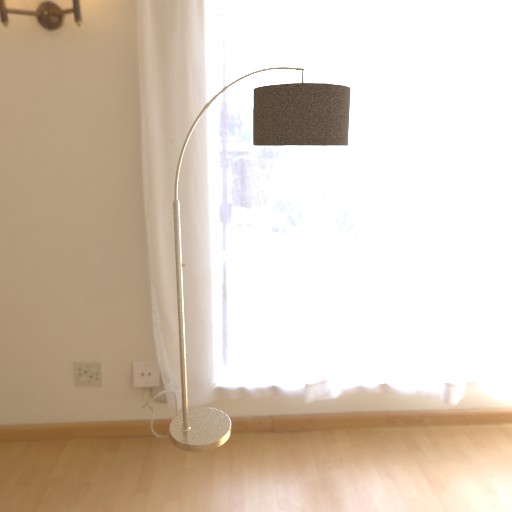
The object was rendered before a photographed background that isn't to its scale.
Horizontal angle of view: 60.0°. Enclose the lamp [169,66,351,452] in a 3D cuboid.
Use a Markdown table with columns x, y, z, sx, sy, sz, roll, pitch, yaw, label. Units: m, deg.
| x | y | z | sx | sy | sz | roll | pitch | yaw | label |
| --- | --- | --- | --- | --- | --- | --- | --- | --- | --- |
| 0.000 | 0.000 | 2.147 | 0.934 | 1.735 | 0.452 | -7 | 16 | -27 | lamp |
